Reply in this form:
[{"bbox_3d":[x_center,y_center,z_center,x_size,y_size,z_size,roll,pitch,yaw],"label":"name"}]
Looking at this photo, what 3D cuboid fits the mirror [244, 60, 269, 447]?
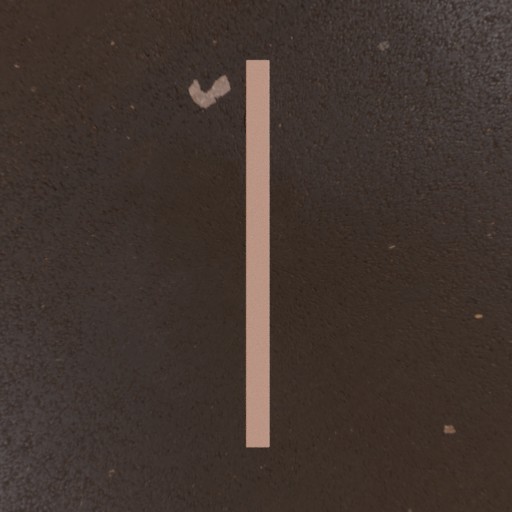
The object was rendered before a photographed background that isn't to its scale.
[{"bbox_3d":[0.000,0.000,1.154,0.041,0.915,0.609,0,89,0],"label":"mirror"}]
